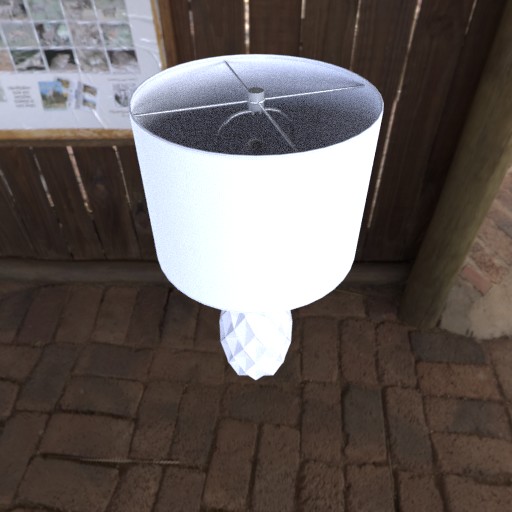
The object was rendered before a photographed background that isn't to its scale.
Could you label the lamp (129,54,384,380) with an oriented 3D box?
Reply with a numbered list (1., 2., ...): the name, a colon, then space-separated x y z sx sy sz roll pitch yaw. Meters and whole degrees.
1. lamp: 0.000 0.000 0.697 0.297 0.522 0.297 0 42 0
